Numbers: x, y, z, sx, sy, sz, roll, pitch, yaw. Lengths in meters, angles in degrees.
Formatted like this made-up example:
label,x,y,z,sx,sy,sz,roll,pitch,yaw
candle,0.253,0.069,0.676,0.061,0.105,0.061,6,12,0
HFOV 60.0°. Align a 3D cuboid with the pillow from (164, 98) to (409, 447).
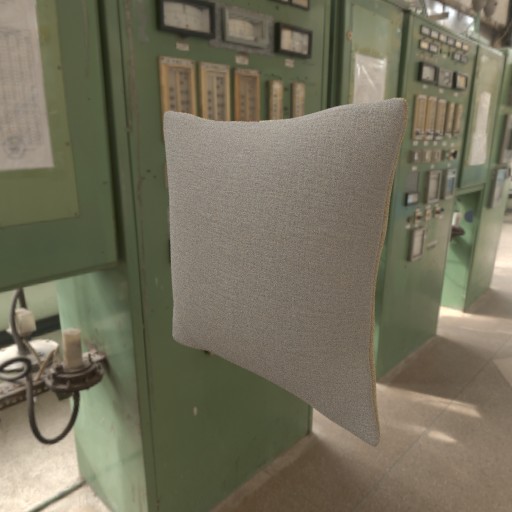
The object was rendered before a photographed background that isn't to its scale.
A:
label,x,y,z,sx,sy,sz,roll,pitch,yaw
pillow,0.000,0.000,0.648,0.437,0.419,0.136,15,21,43
